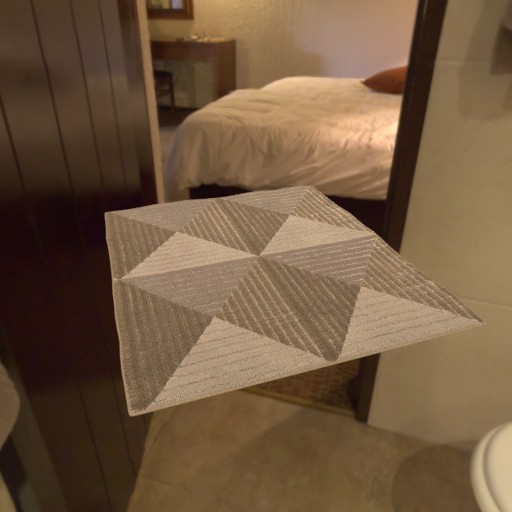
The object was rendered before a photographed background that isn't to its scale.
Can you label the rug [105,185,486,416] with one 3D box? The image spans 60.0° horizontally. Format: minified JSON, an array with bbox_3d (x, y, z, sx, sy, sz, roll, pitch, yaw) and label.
[{"bbox_3d":[0.000,0.000,0.874,0.551,0.008,0.642,-10,31,-17],"label":"rug"}]
